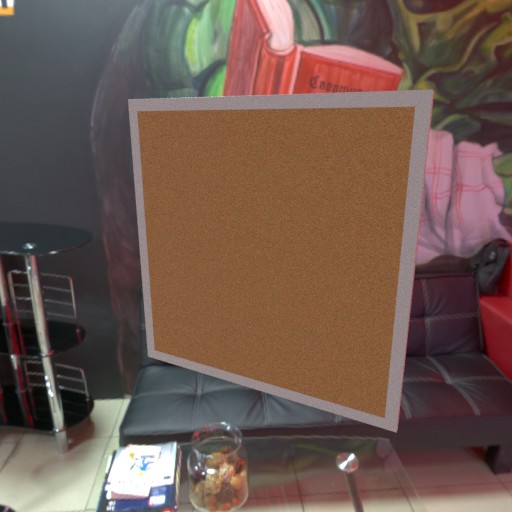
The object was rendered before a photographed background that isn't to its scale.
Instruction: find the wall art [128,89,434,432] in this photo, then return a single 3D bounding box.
[{"bbox_3d":[0.000,0.000,0.670,0.456,0.457,0.009,9,19,27],"label":"wall art"}]
